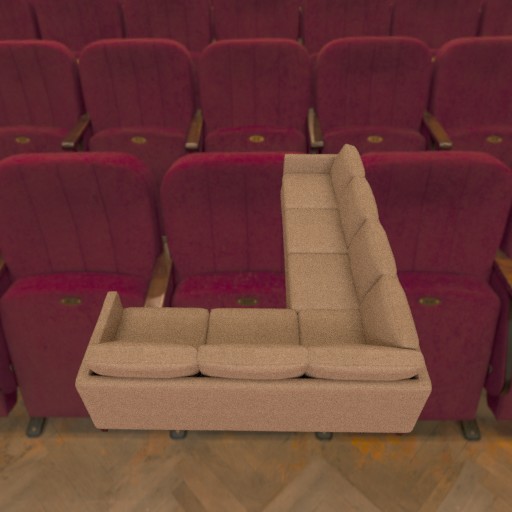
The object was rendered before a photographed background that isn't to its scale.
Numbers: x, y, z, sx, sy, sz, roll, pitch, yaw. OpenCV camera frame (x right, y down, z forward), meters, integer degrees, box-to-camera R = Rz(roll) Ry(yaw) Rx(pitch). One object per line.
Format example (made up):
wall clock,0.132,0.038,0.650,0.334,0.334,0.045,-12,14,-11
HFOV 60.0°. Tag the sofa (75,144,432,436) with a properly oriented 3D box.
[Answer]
sofa,0.000,0.000,4.431,2.522,0.934,3.333,1,41,1
